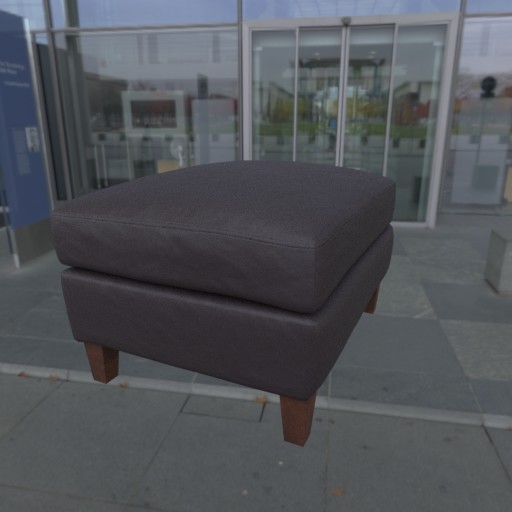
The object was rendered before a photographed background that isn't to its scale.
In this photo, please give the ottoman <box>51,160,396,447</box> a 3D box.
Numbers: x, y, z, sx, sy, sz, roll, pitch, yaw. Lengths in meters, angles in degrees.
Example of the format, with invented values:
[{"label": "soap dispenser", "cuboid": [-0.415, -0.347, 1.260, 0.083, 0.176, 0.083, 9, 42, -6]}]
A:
[{"label": "ottoman", "cuboid": [0.000, 0.000, 1.276, 0.659, 0.529, 0.887, 8, 19, 24]}]
